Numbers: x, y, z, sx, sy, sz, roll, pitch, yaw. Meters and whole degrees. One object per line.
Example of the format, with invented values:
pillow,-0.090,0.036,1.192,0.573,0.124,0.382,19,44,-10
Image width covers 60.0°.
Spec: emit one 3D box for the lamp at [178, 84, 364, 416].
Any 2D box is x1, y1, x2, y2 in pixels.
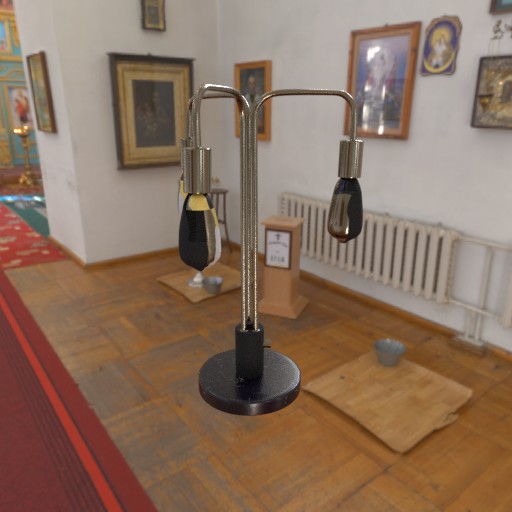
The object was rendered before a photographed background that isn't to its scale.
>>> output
lamp,0.000,0.000,0.791,0.368,0.560,0.355,2,17,7
